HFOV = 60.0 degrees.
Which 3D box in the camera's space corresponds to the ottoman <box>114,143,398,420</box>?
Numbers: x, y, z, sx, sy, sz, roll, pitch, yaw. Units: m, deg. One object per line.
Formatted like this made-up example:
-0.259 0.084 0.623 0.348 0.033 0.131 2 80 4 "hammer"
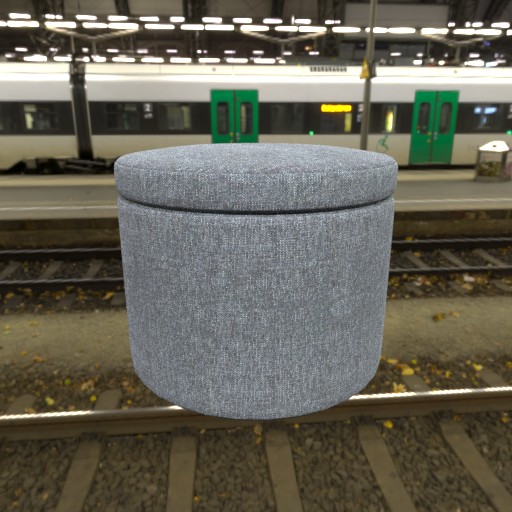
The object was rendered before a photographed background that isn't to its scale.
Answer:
0.000 0.000 0.867 0.500 0.419 0.500 0 17 0 "ottoman"
